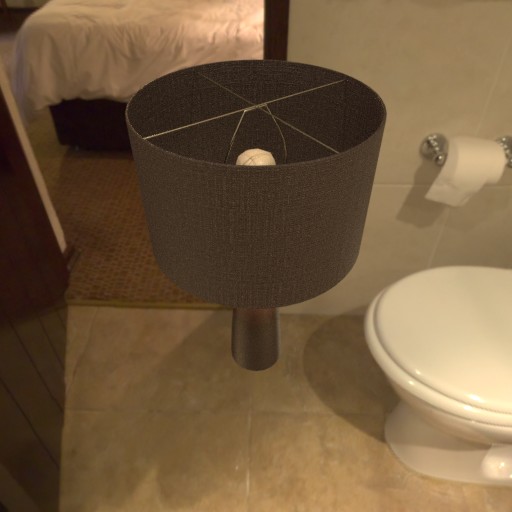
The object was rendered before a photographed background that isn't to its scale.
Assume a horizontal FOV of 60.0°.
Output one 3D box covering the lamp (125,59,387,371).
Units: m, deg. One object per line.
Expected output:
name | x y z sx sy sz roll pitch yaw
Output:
lamp | 0.000 0.000 0.686 0.303 0.488 0.303 0 41 0
